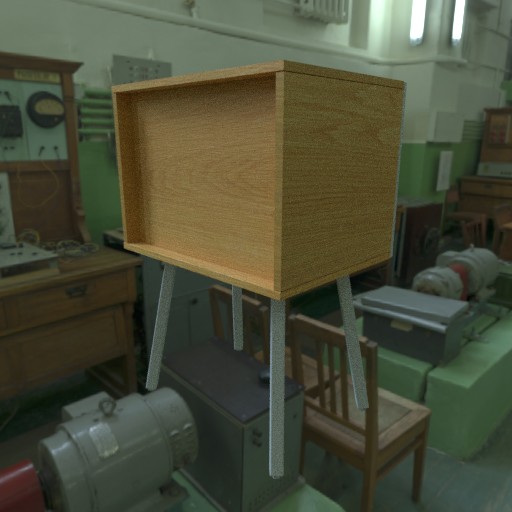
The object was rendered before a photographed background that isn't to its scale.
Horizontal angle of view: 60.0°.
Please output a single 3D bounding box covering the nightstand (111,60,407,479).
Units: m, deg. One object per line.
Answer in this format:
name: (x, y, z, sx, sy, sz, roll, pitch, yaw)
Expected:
nightstand: (0.000, 0.000, 0.828, 0.400, 0.601, 0.316, 14, 21, 43)
